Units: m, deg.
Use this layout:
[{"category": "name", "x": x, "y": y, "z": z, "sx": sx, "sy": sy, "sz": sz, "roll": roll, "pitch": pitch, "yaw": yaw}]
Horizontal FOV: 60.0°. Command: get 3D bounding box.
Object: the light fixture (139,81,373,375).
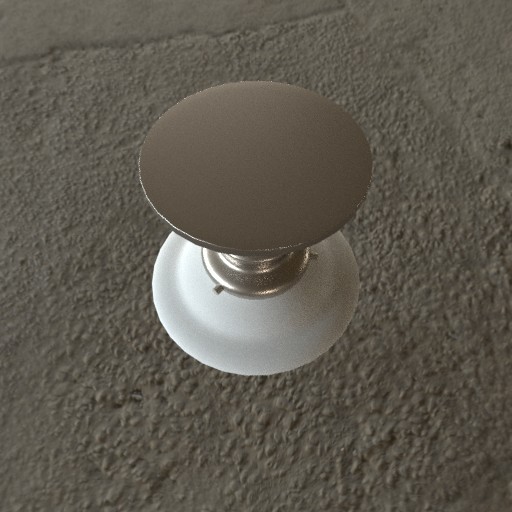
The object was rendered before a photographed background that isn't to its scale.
[{"category": "light fixture", "x": 0.000, "y": 0.000, "z": 0.400, "sx": 0.199, "sy": 0.254, "sz": 0.199, "roll": 0, "pitch": 58, "yaw": 0}]
